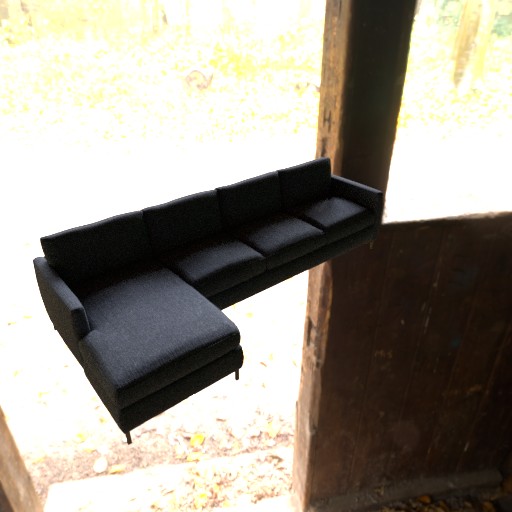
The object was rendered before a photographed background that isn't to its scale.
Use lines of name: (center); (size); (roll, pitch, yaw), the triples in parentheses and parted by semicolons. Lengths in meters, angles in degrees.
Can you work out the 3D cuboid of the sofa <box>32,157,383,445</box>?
sofa: (0.000, 0.000, 3.458); (2.932, 0.810, 1.350); (-22, 37, -34)
